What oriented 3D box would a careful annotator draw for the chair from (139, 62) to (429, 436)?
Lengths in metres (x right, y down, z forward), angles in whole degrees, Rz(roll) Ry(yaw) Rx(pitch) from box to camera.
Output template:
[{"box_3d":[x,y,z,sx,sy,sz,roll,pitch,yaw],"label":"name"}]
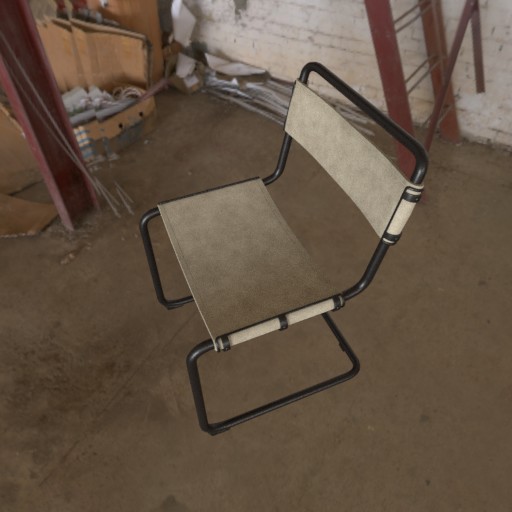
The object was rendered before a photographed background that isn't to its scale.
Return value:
[{"box_3d":[0.000,0.000,1.116,0.497,0.747,0.499,-17,48,-16],"label":"chair"}]
